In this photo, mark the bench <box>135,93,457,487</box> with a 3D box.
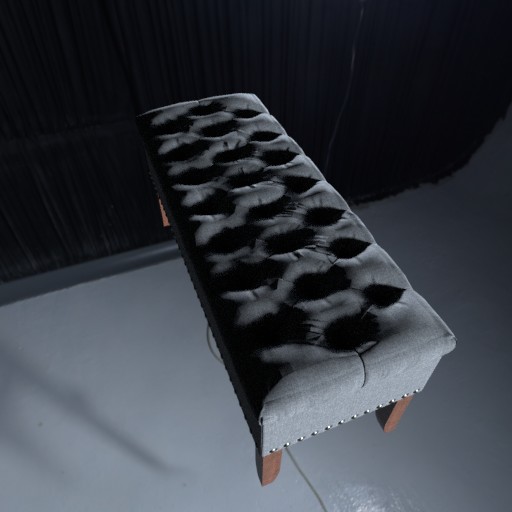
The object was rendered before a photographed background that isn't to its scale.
[{"bbox_3d":[0.000,0.000,1.262,0.417,0.470,1.052,-16,49,-15],"label":"bench"}]
